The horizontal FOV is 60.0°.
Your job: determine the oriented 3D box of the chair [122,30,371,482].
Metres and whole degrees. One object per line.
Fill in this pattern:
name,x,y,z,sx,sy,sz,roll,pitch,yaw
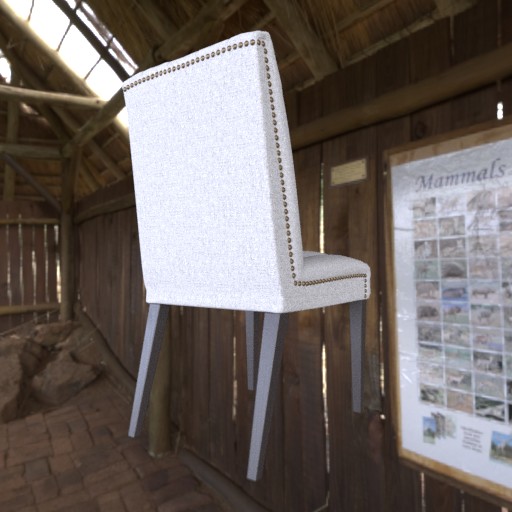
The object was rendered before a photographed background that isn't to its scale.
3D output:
chair,0.000,0.000,1.361,0.511,1.016,0.647,-1,-1,36
